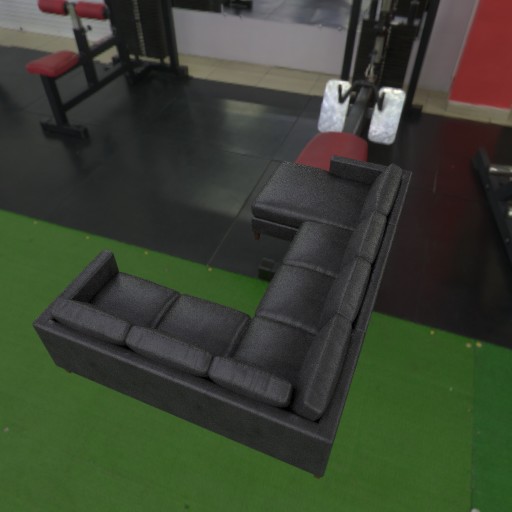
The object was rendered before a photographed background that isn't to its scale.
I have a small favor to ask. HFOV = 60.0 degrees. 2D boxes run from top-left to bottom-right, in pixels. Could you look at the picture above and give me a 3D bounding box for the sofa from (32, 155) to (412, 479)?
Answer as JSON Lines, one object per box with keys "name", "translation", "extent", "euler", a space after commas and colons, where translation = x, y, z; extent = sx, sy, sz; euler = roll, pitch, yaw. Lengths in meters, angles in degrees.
{"name": "sofa", "translation": [0.000, 0.000, 4.440], "extent": [2.452, 0.891, 3.324], "euler": [16, 47, 16]}
